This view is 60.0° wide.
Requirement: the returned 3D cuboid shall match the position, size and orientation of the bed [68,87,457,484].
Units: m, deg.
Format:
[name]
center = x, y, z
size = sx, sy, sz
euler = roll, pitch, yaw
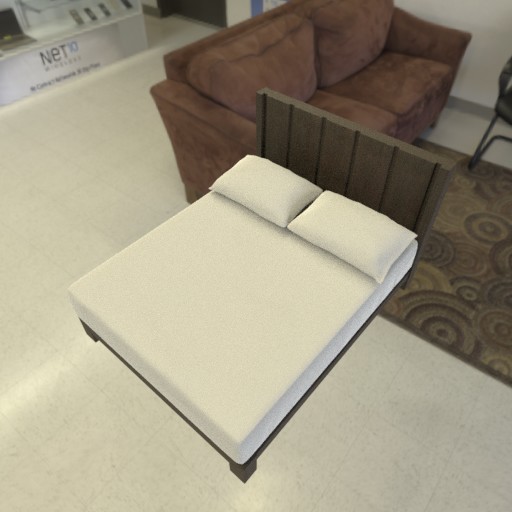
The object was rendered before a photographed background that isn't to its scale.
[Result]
[bed]
center = 0.000, 0.000, 3.311
size = 1.727, 1.270, 2.242
euler = 32, 54, 27
